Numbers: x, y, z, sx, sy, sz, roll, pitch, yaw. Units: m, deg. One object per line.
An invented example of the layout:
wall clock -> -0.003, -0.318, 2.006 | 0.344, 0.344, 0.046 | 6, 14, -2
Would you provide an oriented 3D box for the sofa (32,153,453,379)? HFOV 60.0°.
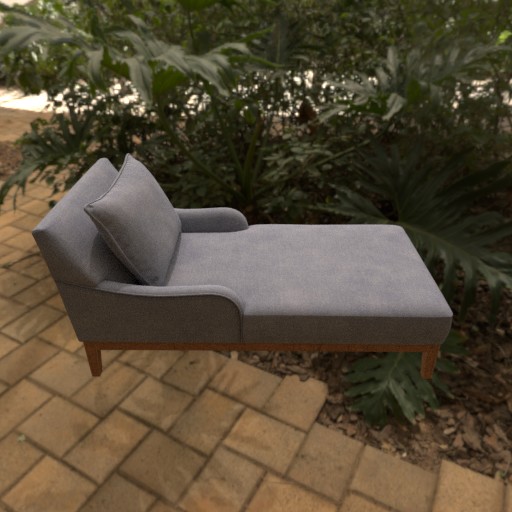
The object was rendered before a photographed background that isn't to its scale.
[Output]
sofa -> 0.000, 0.000, 2.316 | 1.779, 0.883, 0.904 | 0, 31, 0
